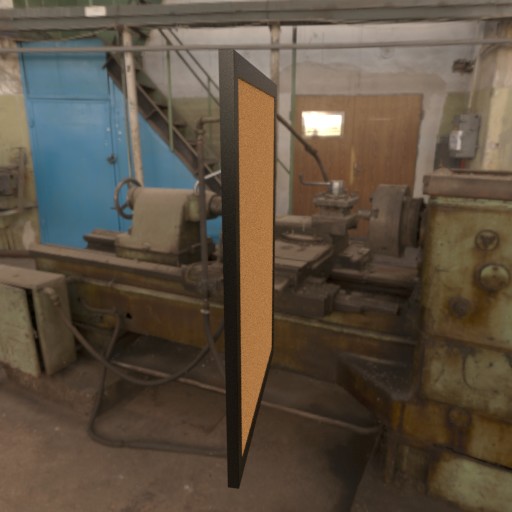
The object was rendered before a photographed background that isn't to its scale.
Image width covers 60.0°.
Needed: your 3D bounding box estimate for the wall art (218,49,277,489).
[{"bbox_3d":[0.000,0.000,0.850,0.019,0.656,0.462,3,16,9],"label":"wall art"}]
